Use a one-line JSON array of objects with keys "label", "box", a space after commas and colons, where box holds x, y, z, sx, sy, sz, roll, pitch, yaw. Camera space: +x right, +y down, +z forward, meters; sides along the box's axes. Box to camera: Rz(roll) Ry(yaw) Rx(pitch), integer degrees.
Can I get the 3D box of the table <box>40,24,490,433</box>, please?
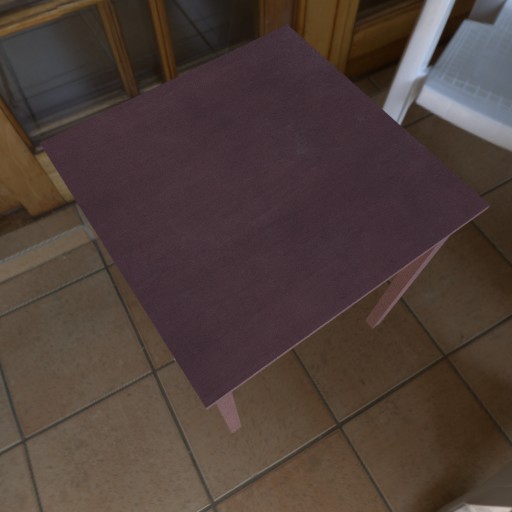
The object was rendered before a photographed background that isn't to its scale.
[{"label": "table", "box": [0.000, 0.000, 1.625, 0.861, 0.991, 0.861, -32, 68, -15]}]
